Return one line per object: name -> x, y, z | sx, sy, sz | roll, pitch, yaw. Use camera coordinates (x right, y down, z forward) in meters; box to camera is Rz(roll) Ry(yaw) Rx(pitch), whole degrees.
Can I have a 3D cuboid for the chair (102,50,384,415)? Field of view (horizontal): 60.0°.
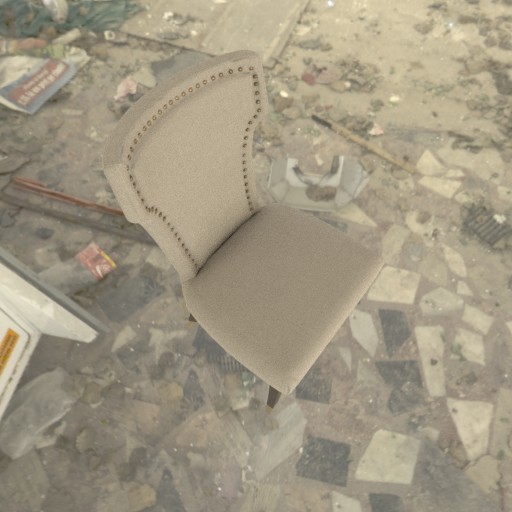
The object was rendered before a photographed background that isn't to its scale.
chair -> 0.000, 0.000, 1.341 | 0.630, 0.950, 0.526 | 34, 65, 19
